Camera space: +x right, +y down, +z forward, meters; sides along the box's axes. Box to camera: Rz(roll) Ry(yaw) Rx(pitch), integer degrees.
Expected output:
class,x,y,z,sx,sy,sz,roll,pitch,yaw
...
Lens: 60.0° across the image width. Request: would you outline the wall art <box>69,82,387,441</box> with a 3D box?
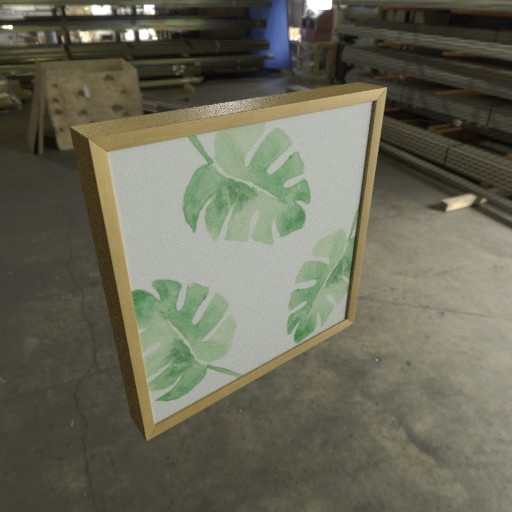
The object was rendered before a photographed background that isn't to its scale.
class,x,y,z,sx,sy,sz,roll,pitch,yaw
wall art,0.000,0.000,0.458,0.305,0.305,0.038,-21,37,-31
